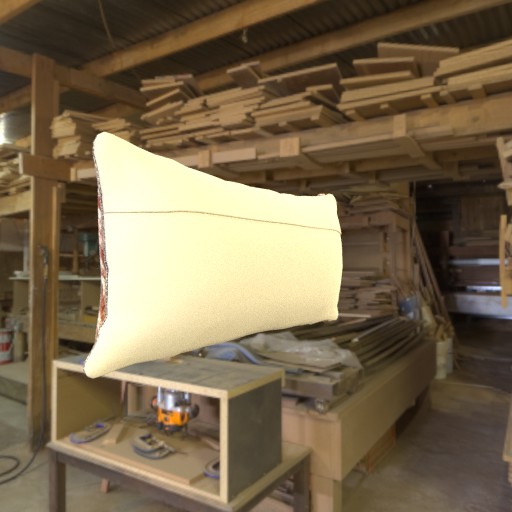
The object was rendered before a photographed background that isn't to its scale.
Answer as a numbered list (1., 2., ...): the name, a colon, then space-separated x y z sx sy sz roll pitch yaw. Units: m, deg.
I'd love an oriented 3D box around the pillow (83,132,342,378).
1. pillow: 0.000 0.000 0.743 0.139 0.282 0.635 -1 -1 36
